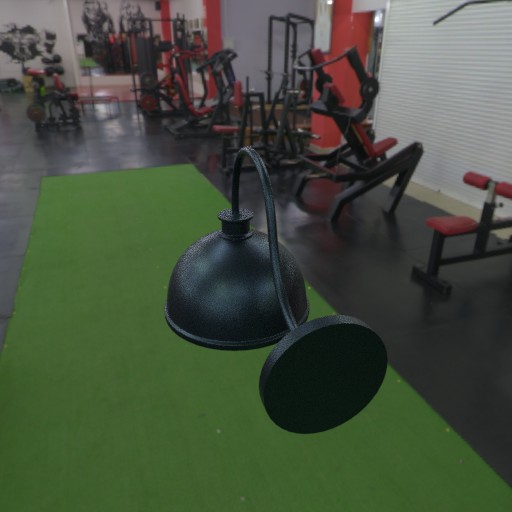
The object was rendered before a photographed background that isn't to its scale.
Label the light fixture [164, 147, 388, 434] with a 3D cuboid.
[{"bbox_3d":[0.000,0.000,0.629,0.253,0.295,0.467,-8,26,-16],"label":"light fixture"}]
